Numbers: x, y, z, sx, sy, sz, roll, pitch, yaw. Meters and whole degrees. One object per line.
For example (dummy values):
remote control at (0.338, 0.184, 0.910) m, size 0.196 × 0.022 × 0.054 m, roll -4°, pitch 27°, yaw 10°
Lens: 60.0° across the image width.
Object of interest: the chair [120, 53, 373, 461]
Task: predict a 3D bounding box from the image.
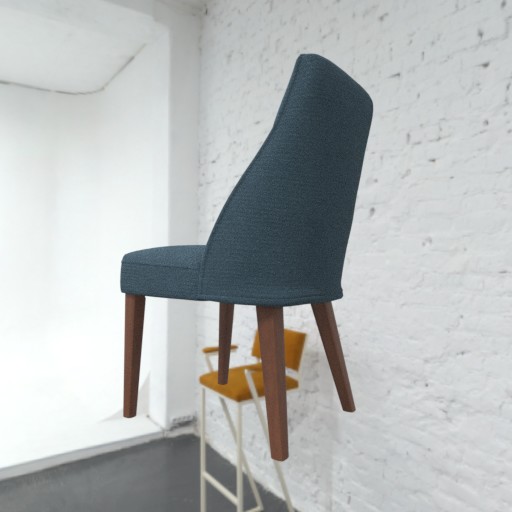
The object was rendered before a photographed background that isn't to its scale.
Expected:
chair at (0.000, 0.000, 1.291) m, size 0.620 × 0.930 × 0.500 m, roll -1°, pitch -1°, yaw 35°
